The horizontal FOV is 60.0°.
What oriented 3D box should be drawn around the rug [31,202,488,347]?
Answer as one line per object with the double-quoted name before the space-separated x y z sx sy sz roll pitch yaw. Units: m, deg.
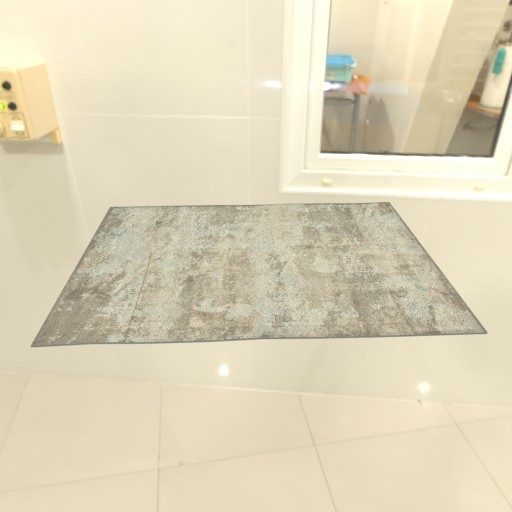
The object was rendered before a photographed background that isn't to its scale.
"rug" 0.000 0.000 4.223 3.307 0.013 2.393 -1 31 -2
